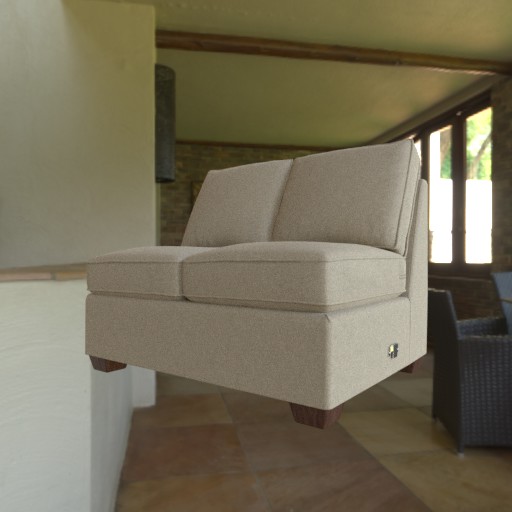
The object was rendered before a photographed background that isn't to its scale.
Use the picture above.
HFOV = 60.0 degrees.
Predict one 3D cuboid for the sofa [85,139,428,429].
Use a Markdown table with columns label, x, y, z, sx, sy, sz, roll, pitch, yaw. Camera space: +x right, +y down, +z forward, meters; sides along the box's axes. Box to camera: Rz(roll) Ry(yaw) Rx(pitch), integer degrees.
| label | x | y | z | sx | sy | sz | roll | pitch | yaw |
| --- | --- | --- | --- | --- | --- | --- | --- | --- | --- |
| sofa | 0.000 | 0.000 | 1.971 | 1.237 | 1.008 | 0.951 | 0 | 0 | 37 |
